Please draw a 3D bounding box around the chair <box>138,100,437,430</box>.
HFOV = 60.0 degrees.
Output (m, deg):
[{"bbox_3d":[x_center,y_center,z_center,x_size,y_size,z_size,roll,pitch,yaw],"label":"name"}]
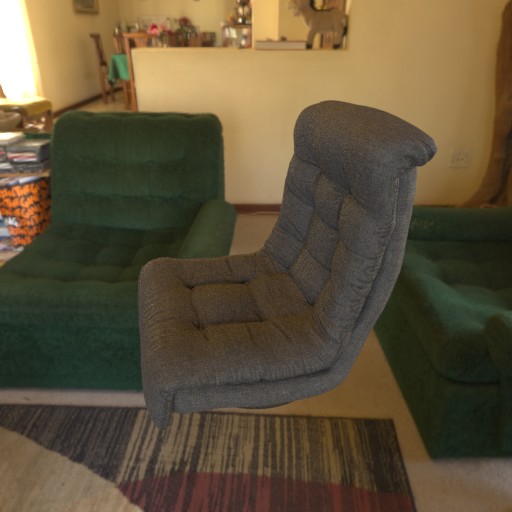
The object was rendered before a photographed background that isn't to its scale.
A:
[{"bbox_3d":[0.000,0.000,1.206,0.668,0.749,0.597,-7,28,-14],"label":"chair"}]
